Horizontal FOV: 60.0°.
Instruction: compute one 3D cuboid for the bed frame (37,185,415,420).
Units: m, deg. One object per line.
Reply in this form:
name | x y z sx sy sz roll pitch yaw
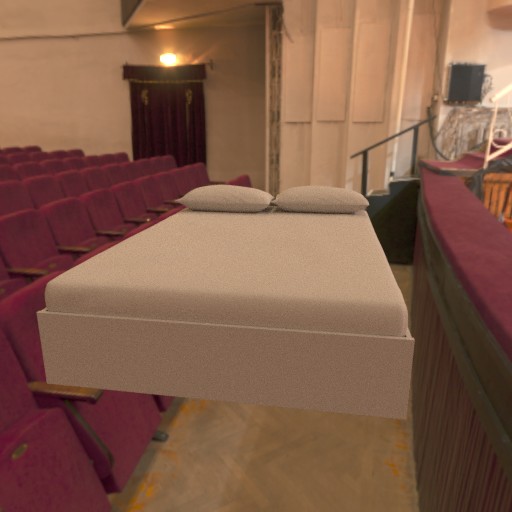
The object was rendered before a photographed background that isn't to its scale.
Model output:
bed frame | 0.000 0.000 2.576 1.450 0.629 1.950 3 16 9
